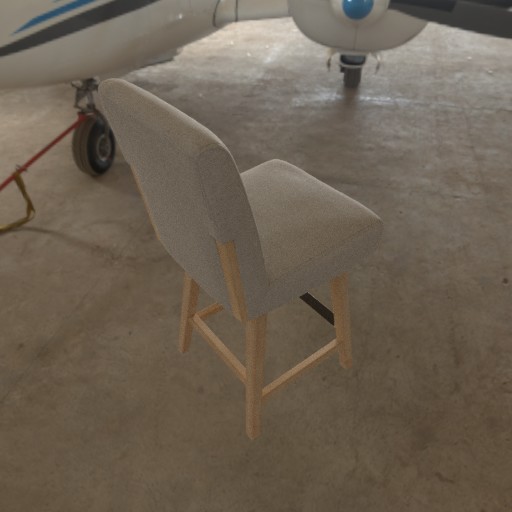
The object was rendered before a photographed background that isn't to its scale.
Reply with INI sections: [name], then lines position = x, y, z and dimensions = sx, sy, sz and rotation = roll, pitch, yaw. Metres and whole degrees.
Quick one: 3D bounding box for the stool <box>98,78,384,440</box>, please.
[stool]
position = 0.000, 0.000, 1.375
dimensions = 0.606, 1.085, 0.507
rotation = -27, 47, -28
